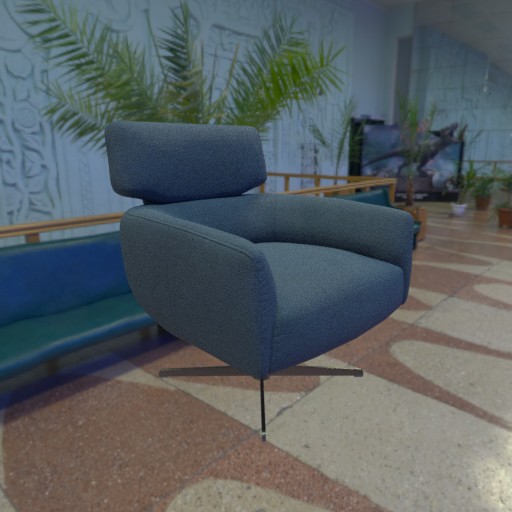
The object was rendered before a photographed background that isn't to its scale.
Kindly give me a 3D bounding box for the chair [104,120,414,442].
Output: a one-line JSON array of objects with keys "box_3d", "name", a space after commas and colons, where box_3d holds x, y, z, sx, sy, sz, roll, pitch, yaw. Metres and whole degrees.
[{"box_3d": [0.000, 0.000, 1.381, 0.761, 0.813, 0.738, 13, 19, 43], "name": "chair"}]
